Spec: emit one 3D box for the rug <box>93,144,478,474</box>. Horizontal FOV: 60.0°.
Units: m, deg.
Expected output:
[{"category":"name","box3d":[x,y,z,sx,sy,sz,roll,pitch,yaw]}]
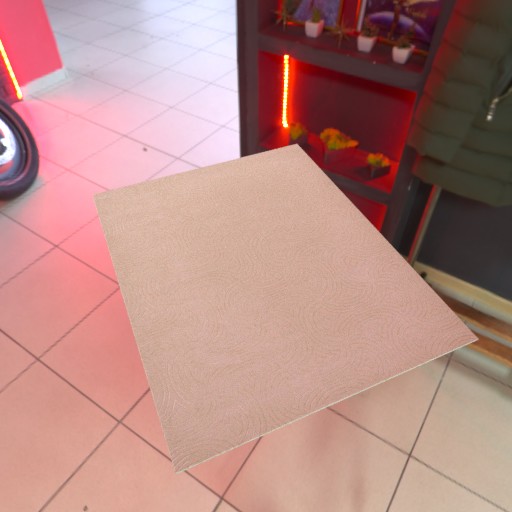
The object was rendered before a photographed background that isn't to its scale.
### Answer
[{"category":"rug","box3d":[0.000,0.000,3.453,2.073,0.011,2.584,-18,49,-16]}]
